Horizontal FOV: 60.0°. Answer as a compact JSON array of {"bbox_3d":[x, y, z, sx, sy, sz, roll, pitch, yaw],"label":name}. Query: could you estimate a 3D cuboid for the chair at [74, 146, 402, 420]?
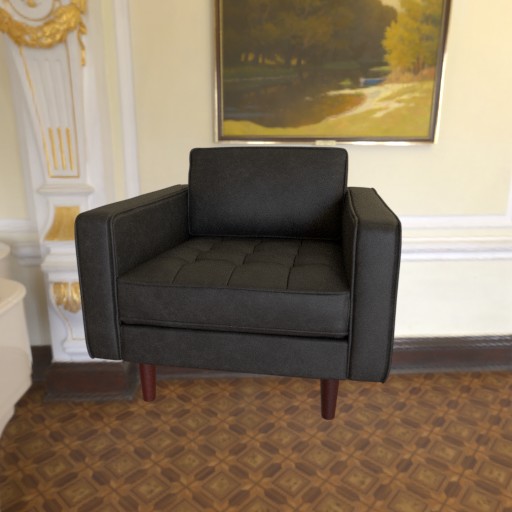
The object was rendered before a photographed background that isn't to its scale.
[{"bbox_3d":[0.000,0.000,1.597,0.889,0.763,0.914,2,15,9],"label":"chair"}]
